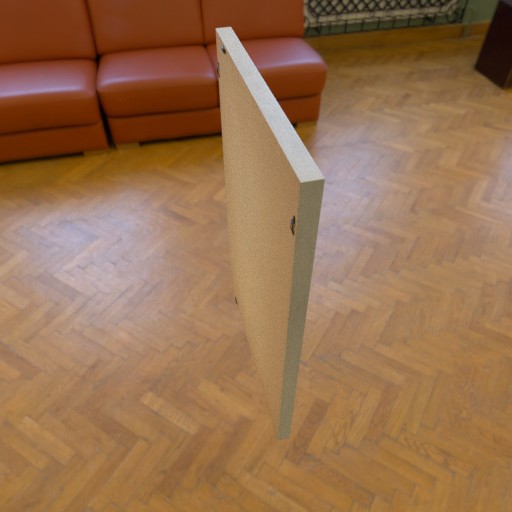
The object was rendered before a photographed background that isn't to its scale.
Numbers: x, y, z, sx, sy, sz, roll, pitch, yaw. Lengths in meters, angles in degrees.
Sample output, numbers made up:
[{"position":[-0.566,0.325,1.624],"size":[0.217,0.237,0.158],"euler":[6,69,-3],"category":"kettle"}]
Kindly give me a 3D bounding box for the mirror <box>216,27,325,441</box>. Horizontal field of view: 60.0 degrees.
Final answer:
[{"position":[0.000,0.000,1.152],"size":[0.041,0.915,0.609],"euler":[-11,47,-10],"category":"mirror"}]
